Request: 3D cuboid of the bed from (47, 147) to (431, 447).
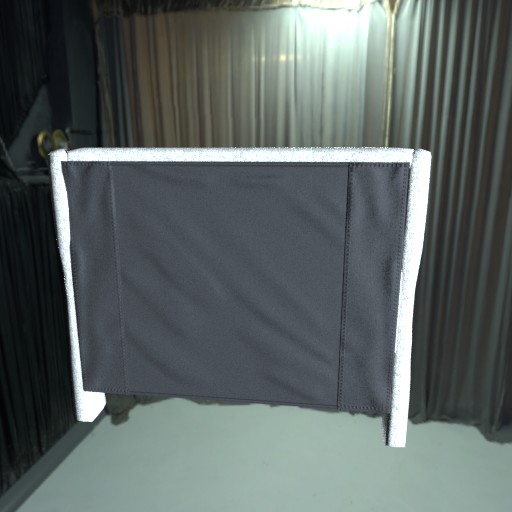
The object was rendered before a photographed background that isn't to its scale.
[{"bbox_3d":[0.000,0.000,3.741,2.219,1.771,2.347,2,14,7],"label":"bed"}]
